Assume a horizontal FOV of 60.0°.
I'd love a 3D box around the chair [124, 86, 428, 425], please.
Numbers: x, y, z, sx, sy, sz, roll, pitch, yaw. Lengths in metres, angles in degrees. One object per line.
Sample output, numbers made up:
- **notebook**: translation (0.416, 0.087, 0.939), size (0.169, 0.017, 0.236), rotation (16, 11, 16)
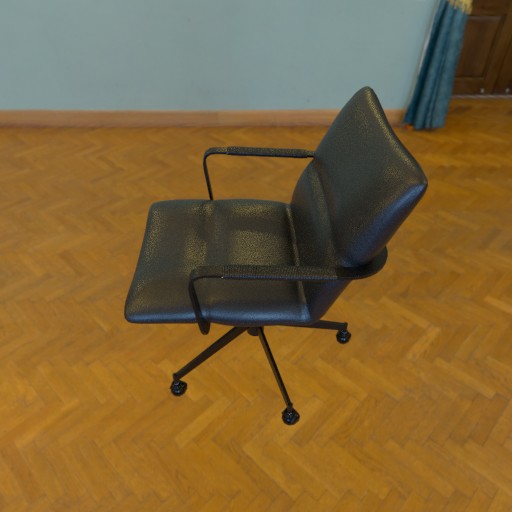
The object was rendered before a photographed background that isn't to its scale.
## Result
- **chair**: translation (0.000, 0.000, 1.446), size (0.748, 0.922, 0.719), rotation (-1, 41, -1)
